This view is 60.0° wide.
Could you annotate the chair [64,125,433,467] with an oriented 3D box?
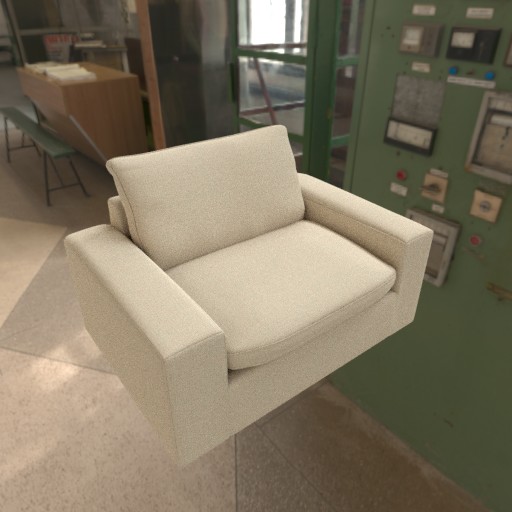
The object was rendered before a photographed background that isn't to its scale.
[{"bbox_3d":[0.000,0.000,2.050,1.398,0.915,1.039,-21,37,-32],"label":"chair"}]
